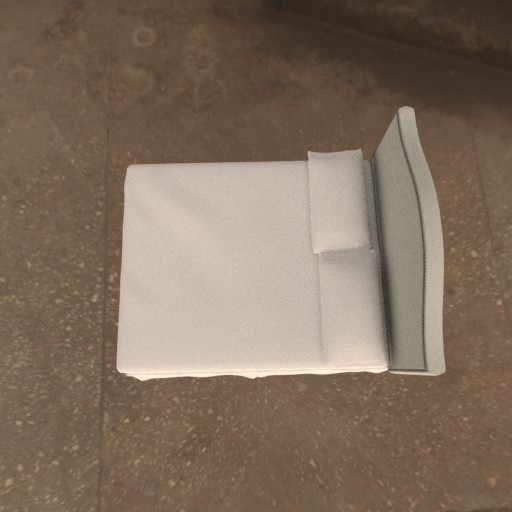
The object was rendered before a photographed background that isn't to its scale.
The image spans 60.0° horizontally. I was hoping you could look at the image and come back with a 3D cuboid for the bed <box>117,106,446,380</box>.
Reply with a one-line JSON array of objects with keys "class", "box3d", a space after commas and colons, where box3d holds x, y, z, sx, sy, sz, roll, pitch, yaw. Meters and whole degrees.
[{"class": "bed", "box3d": [0.000, 0.000, 3.333, 2.180, 1.607, 1.813, -1, 76, 0]}]
